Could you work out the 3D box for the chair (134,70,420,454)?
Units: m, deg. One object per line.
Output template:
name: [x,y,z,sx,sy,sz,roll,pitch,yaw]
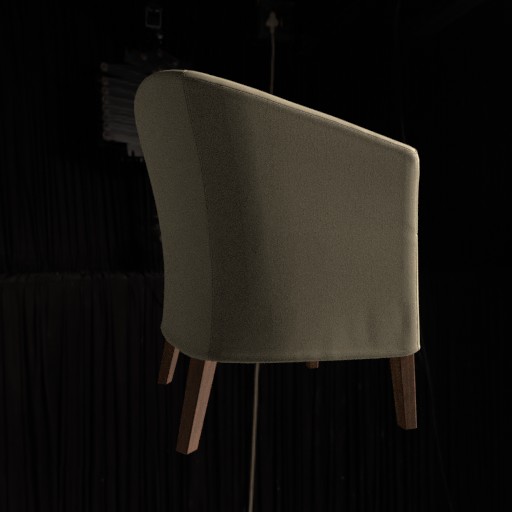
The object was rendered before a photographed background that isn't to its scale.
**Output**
chair: [0.000,0.000,1.249,0.657,0.822,0.643,0,1,-17]
